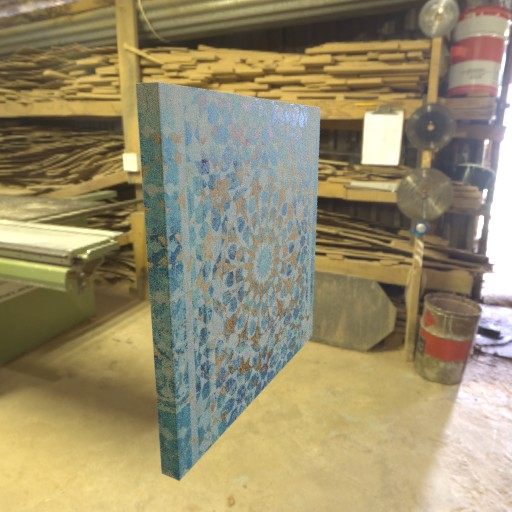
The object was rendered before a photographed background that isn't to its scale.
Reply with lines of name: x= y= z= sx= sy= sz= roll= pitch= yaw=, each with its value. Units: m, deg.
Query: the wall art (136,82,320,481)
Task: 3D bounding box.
wall art: x=0.000 y=0.000 z=0.910 sx=0.040 sy=0.609 sz=0.609 roll=8 pitch=17 yaw=27
